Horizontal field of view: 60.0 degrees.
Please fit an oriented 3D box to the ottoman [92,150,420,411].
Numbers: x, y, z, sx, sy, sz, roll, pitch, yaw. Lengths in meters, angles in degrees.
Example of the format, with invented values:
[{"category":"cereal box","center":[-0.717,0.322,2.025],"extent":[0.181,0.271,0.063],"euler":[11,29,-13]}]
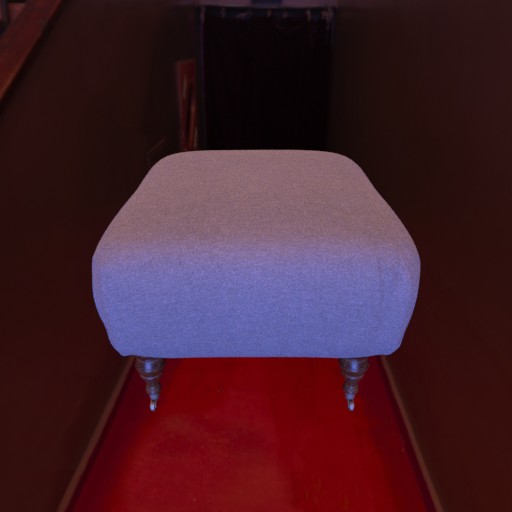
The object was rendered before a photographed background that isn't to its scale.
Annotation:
[{"category":"ottoman","center":[0.000,0.000,1.151],"extent":[0.622,0.450,0.747],"euler":[0,27,0]}]
